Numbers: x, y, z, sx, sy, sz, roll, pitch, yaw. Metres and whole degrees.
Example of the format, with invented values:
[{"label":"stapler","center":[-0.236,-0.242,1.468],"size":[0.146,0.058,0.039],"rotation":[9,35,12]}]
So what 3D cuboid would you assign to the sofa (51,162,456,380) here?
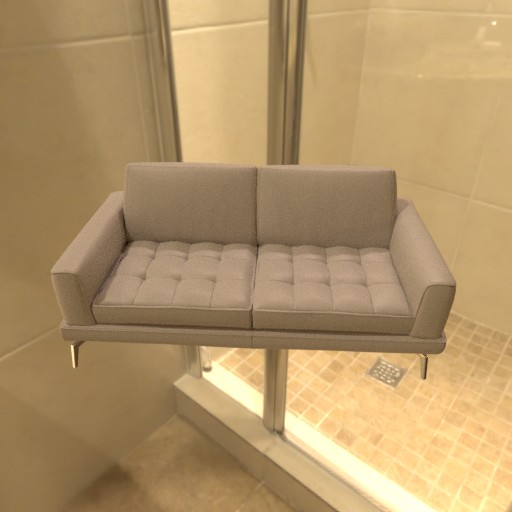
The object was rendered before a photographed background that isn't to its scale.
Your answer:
[{"label":"sofa","center":[0.000,0.000,2.779],"size":[2.177,0.930,1.121],"rotation":[2,32,3]}]
